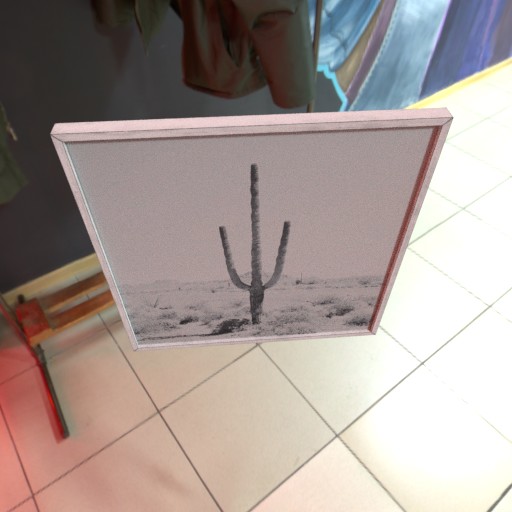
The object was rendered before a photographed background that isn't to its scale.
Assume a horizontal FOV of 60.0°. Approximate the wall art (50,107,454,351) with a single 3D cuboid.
[{"bbox_3d":[0.000,0.000,1.126,0.762,0.762,0.038,-3,47,-3],"label":"wall art"}]
